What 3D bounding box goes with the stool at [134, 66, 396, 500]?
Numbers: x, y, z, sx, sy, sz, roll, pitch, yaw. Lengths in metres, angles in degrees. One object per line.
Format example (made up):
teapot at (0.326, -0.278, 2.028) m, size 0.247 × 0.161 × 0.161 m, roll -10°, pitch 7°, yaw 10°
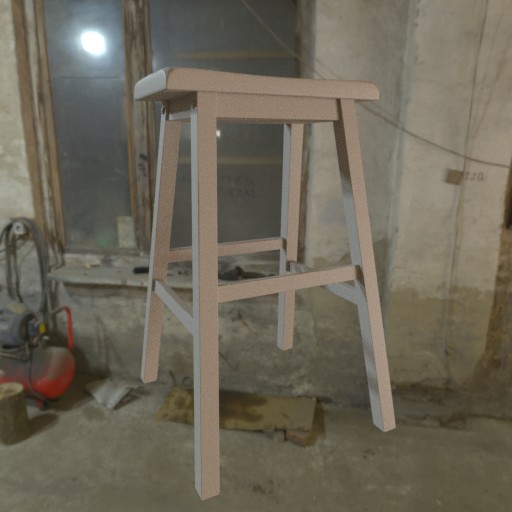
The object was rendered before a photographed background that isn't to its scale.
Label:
stool at (0.000, 0.000, 1.001) m, size 0.457 × 0.737 × 0.476 m, roll -7°, pitch 16°, yaw -26°
